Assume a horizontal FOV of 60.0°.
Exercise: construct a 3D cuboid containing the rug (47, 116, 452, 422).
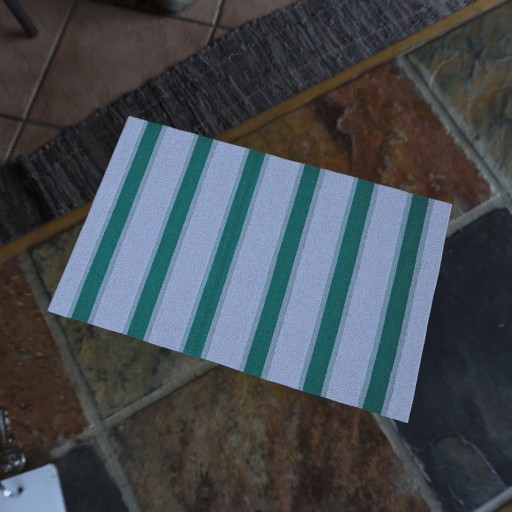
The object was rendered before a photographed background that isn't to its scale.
[{"bbox_3d":[0.000,0.000,3.032,2.436,0.015,1.521,16,76,4],"label":"rug"}]
